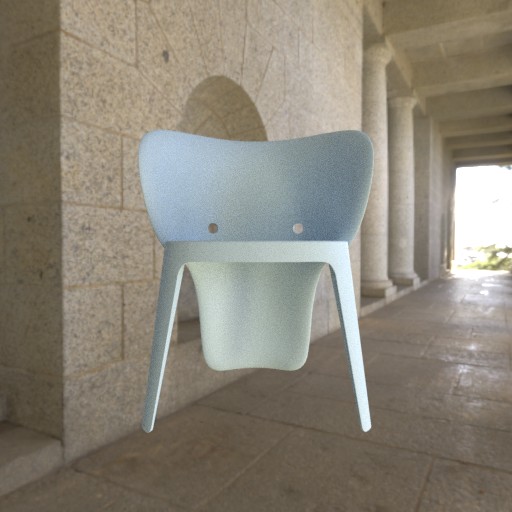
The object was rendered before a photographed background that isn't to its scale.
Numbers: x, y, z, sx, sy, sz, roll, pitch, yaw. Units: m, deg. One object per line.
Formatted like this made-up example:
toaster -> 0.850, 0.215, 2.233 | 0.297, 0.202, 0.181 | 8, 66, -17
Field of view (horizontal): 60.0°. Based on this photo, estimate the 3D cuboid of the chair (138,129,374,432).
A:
chair -> 0.000, 0.000, 0.877 | 0.451, 0.554, 0.402 | 0, 1, 0
